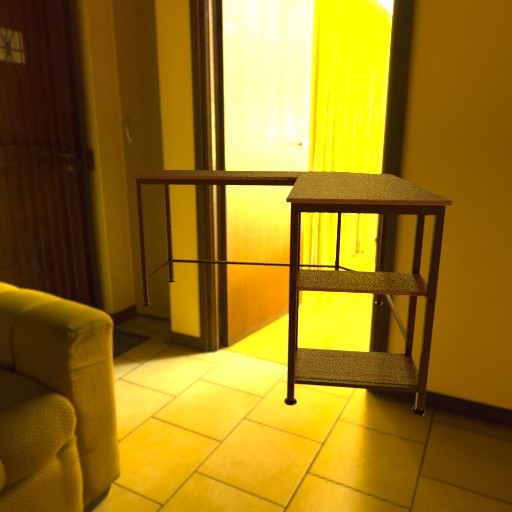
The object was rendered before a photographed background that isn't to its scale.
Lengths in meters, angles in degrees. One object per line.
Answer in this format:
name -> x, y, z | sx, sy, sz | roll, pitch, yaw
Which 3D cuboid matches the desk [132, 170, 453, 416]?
desk -> 0.000, 0.000, 2.174 | 1.379, 0.739, 1.379 | 2, 14, 7
